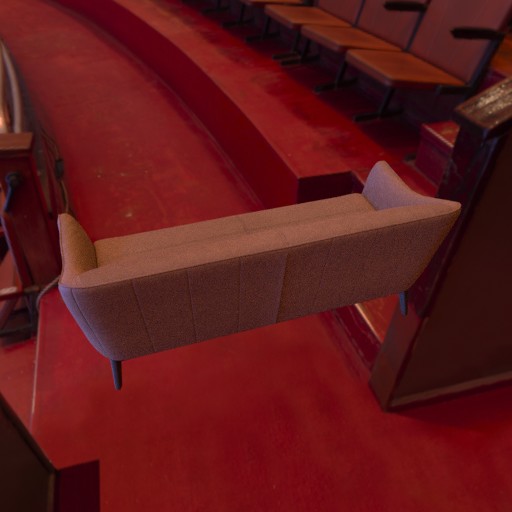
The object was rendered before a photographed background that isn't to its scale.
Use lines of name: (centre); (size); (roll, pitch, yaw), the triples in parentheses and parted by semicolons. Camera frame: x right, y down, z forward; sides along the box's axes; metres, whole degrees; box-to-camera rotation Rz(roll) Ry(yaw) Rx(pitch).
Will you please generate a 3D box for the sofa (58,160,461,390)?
sofa: (0.000, 0.000, 2.377); (1.928, 0.830, 0.869); (-12, 42, -13)
